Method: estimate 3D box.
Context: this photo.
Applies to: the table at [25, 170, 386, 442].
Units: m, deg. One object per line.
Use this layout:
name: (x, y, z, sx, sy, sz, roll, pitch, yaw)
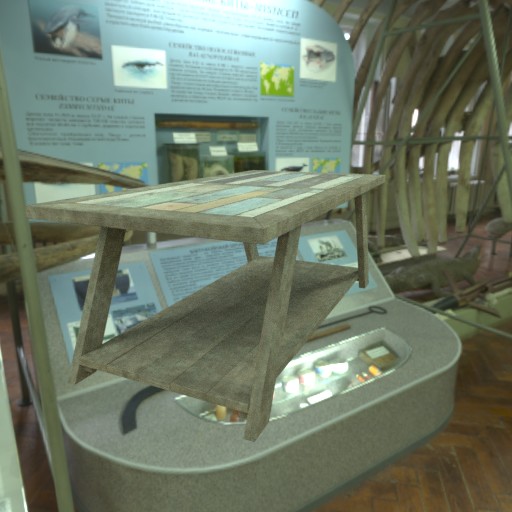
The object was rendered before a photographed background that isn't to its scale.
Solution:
table: (0.000, 0.000, 1.494, 0.610, 0.470, 1.219, 7, 17, 25)
